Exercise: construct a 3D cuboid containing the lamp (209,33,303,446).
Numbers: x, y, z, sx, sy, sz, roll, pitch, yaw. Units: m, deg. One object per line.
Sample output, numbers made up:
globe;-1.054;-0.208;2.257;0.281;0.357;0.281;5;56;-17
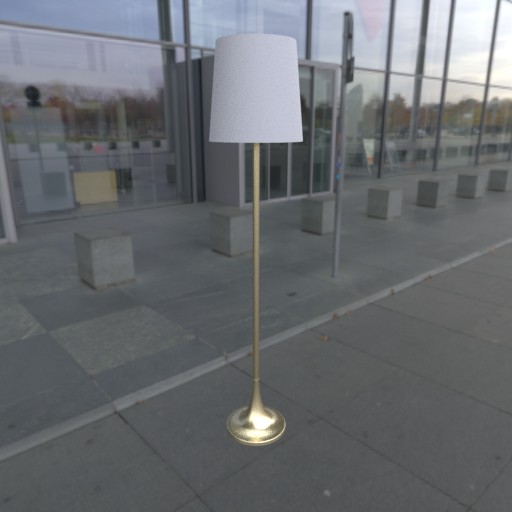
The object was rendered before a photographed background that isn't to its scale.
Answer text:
lamp;0.000;0.000;1.722;0.337;1.543;0.337;0;16;0
